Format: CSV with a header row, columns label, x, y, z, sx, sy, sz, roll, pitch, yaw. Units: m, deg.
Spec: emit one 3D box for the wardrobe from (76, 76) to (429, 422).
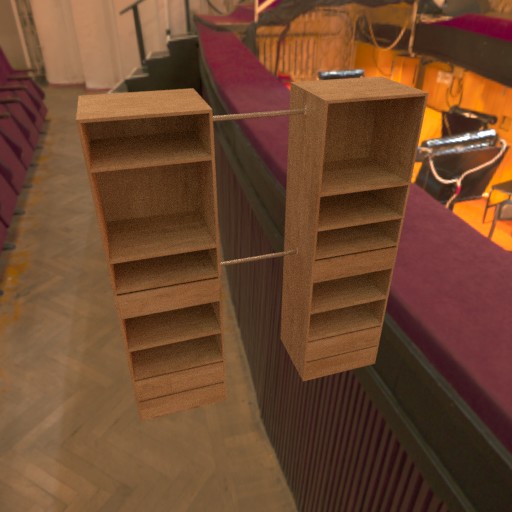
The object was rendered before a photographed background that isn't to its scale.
label,x,y,z,sx,sy,sz,roll,pitch,yaw
wardrobe,0.000,0.000,2.853,1.770,2.000,0.480,-9,33,-15
